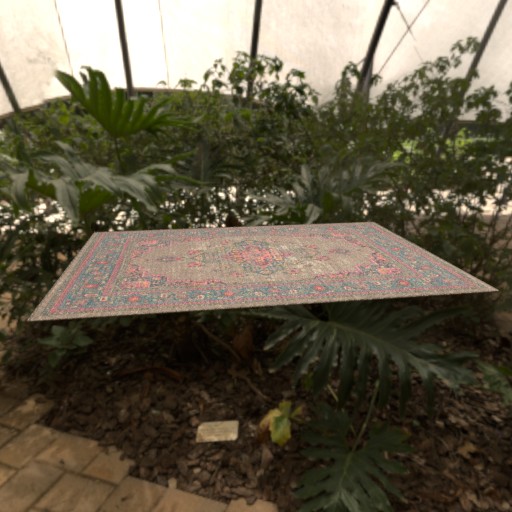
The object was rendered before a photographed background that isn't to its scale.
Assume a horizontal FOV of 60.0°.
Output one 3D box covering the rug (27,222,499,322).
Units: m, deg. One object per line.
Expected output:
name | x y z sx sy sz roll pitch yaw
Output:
rug | 0.000 0.000 3.610 2.890 0.013 2.005 -3 18 -9
